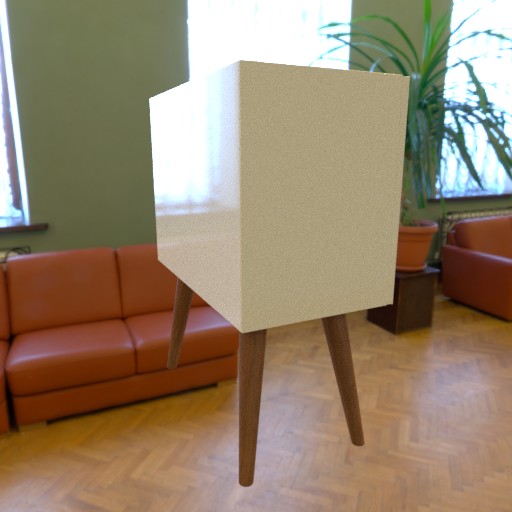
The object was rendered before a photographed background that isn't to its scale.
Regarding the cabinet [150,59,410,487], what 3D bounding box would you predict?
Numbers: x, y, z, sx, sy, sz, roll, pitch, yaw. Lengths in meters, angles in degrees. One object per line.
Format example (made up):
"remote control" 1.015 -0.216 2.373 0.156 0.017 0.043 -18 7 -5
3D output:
"cabinet" 0.000 0.000 1.087 0.344 0.772 0.591 -7 15 -25
